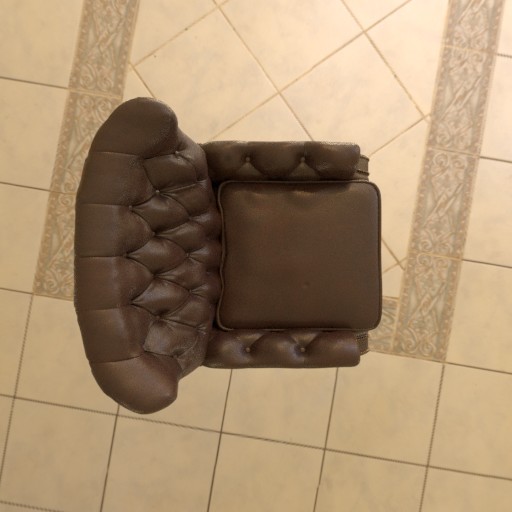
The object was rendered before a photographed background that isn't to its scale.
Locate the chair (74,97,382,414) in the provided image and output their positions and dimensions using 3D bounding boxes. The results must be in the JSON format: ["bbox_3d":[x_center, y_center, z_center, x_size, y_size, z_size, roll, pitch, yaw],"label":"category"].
[{"bbox_3d":[0.000,0.000,1.397,0.823,0.864,0.709,0,90,0],"label":"chair"}]
